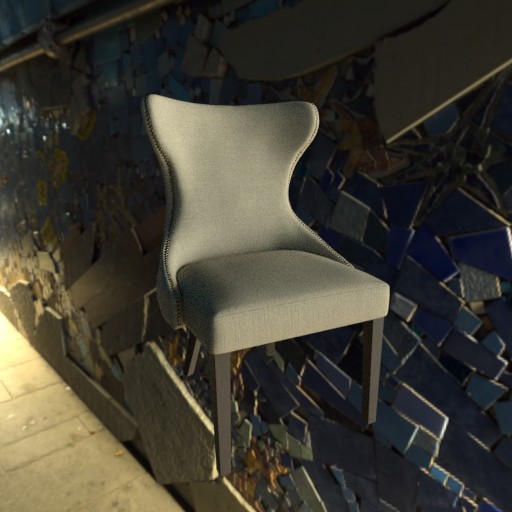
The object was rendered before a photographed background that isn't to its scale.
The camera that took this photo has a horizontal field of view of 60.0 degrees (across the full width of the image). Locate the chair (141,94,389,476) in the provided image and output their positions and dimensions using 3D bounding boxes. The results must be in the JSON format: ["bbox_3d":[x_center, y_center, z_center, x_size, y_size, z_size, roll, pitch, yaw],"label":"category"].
[{"bbox_3d":[0.000,0.000,1.388,0.628,0.967,0.635,-7,17,-25],"label":"chair"}]
